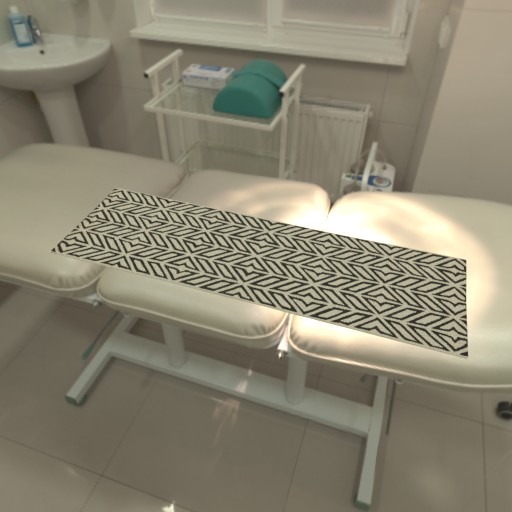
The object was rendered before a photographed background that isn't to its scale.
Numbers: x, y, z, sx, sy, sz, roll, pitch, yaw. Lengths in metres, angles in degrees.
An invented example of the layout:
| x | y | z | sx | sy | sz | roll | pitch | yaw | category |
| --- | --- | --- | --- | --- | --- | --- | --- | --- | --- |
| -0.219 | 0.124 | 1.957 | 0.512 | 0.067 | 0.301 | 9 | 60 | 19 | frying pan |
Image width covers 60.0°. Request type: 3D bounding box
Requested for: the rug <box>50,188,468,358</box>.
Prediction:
| x | y | z | sx | sy | sz | roll | pitch | yaw | category |
| --- | --- | --- | --- | --- | --- | --- | --- | --- | --- |
| 0.000 | 0.000 | 2.709 | 2.435 | 0.009 | 0.750 | 13 | 44 | 14 | rug |
